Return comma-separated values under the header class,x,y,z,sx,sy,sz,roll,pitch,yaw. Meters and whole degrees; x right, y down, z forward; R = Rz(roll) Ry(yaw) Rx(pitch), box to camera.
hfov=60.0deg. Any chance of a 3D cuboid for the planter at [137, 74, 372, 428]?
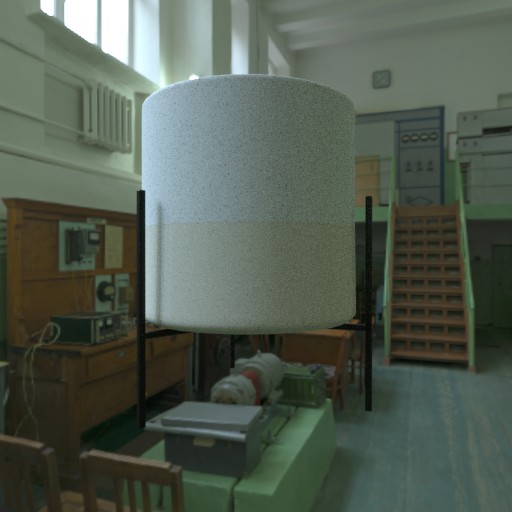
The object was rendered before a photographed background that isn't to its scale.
class,x,y,z,sx,sy,sz,roll,pitch,yaw
planter,0.000,0.000,0.659,0.335,0.423,0.313,0,0,18
